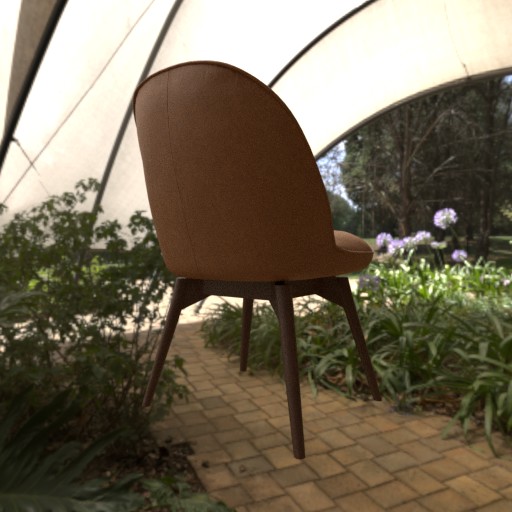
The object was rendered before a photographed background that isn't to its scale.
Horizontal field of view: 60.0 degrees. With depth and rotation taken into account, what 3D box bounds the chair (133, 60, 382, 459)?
[{"bbox_3d":[0.000,0.000,1.213,0.521,0.831,0.631,1,2,37],"label":"chair"}]
